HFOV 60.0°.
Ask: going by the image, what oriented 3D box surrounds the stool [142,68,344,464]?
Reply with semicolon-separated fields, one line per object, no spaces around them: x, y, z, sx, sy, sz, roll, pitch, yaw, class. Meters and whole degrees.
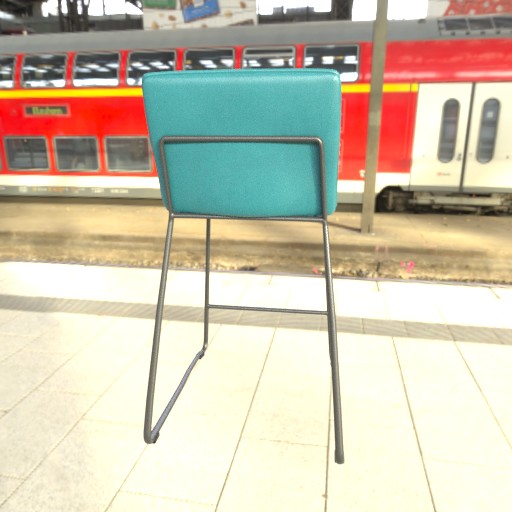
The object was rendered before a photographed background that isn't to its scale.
0.000;0.000;1.179;0.489;0.866;0.524;2;16;8;stool
